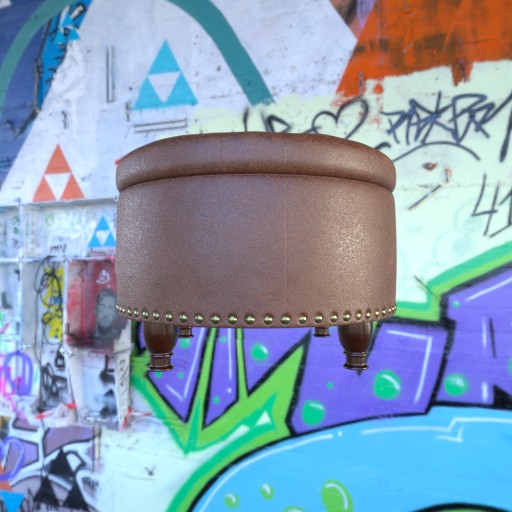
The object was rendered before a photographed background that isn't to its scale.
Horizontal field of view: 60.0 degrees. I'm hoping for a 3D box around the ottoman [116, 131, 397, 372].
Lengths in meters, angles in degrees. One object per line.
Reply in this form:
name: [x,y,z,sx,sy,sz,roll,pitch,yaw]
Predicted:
ottoman: [0.000,0.000,1.051,0.637,0.442,0.637,0,-1,0]
